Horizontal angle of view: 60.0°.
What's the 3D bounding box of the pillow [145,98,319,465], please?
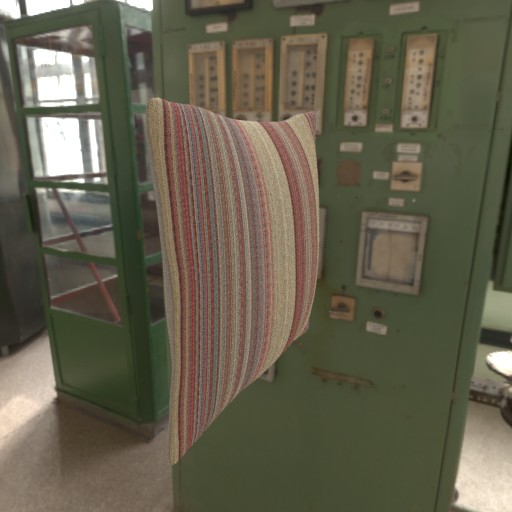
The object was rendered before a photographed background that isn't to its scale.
[{"bbox_3d":[0.000,0.000,0.652,0.136,0.419,0.437,8,18,27],"label":"pillow"}]
